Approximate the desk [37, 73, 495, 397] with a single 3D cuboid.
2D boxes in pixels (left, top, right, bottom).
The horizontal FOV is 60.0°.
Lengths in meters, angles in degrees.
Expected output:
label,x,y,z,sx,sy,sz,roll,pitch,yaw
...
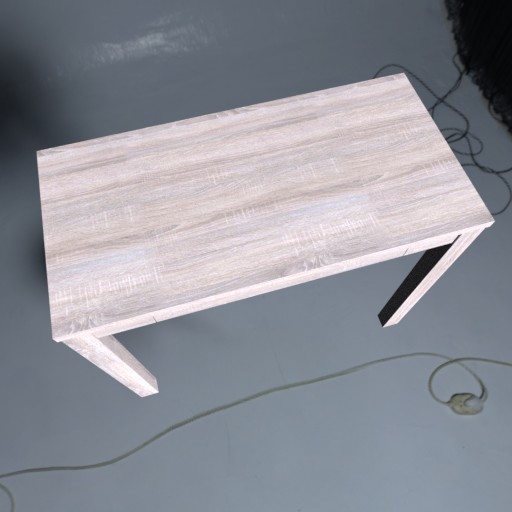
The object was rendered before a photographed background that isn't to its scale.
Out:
label,x,y,z,sx,sy,sz,roll,pitch,yaw
desk,0.000,0.000,1.395,0.991,0.762,0.495,-14,64,-7
